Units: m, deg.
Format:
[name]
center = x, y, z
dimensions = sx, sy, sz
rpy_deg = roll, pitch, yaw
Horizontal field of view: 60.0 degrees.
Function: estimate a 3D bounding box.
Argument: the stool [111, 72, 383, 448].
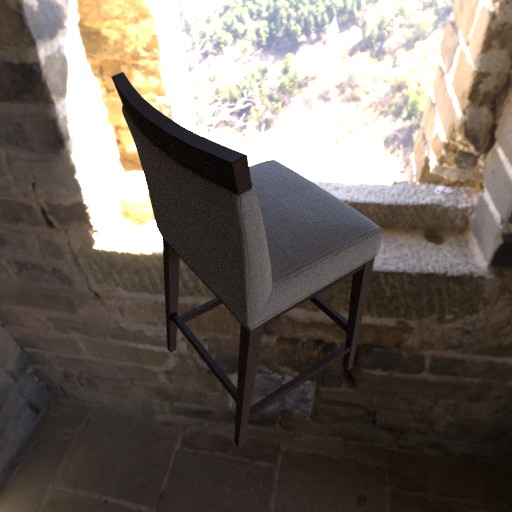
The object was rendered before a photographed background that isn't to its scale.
[stool]
center = 0.000, 0.000, 1.314
dimensions = 0.531, 1.009, 0.512
rpy_deg = -26, 47, -27
